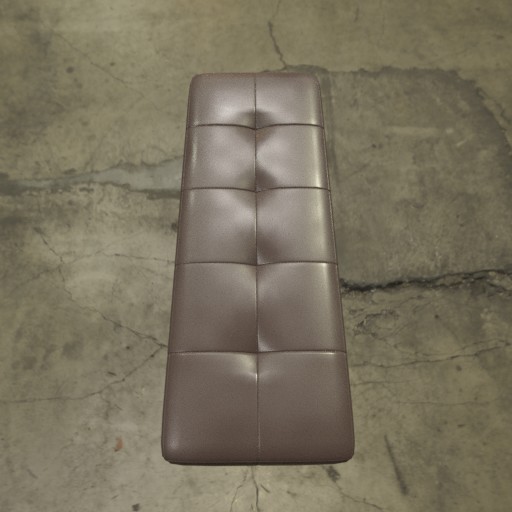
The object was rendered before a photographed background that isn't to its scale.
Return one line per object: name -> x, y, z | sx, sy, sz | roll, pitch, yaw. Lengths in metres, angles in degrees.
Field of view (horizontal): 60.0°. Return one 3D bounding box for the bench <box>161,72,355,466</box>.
bench -> 0.000, 0.000, 1.420 | 0.450, 0.417, 1.219 | 0, 64, 0
